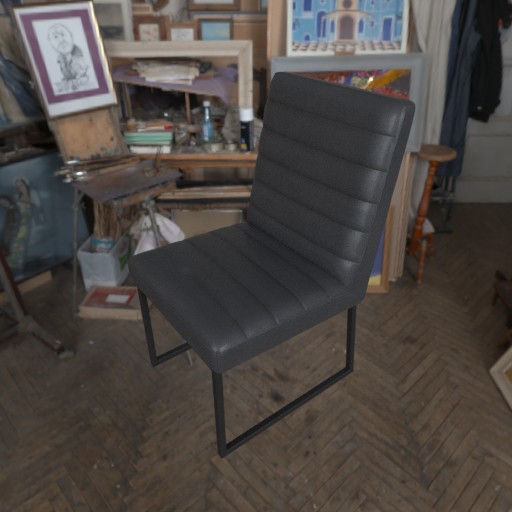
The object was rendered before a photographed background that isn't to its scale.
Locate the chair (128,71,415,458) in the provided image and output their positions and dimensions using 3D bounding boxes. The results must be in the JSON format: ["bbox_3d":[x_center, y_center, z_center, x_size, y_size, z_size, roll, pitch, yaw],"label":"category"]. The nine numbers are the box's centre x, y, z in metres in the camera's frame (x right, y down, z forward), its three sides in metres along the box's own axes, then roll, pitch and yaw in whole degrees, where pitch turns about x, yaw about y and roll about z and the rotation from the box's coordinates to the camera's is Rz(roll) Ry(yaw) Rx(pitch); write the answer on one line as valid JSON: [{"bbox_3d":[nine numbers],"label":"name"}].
[{"bbox_3d":[0.000,0.000,1.339,0.634,0.930,0.520,-22,39,-30],"label":"chair"}]
